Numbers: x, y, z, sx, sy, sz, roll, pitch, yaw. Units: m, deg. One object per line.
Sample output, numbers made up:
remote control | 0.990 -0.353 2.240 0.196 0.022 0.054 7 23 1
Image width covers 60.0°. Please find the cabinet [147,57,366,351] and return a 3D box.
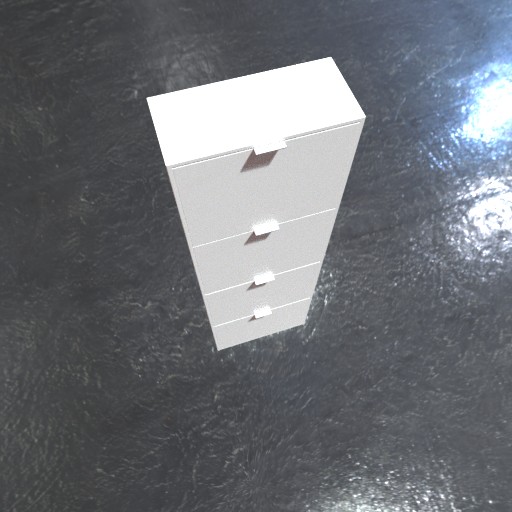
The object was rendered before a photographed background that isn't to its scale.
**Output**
cabinet | 0.000 0.000 1.864 0.520 1.630 0.255 -16 64 -8
